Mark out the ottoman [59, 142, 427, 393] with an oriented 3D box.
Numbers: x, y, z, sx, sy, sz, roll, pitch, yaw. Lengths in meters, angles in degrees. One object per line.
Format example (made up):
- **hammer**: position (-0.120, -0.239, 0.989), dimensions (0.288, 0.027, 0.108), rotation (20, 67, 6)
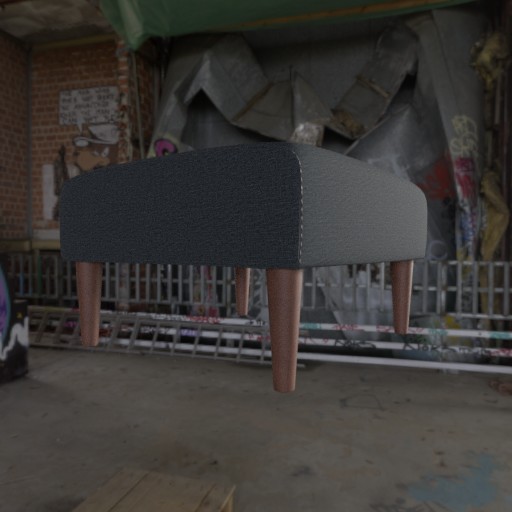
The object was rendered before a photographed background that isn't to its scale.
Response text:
- **ottoman**: position (0.000, 0.000, 1.058), dimensions (0.649, 0.398, 0.650), rotation (1, 2, 36)
